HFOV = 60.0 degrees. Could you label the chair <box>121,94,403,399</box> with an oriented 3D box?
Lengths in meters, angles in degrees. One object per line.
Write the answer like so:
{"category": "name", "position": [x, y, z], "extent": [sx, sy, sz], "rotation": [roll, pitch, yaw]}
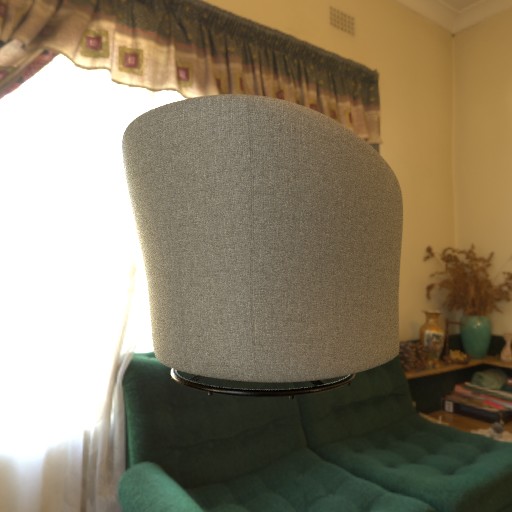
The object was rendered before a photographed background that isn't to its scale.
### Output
{"category": "chair", "position": [0.000, 0.000, 1.437], "extent": [0.791, 0.771, 0.815], "rotation": [-1, -2, 38]}
